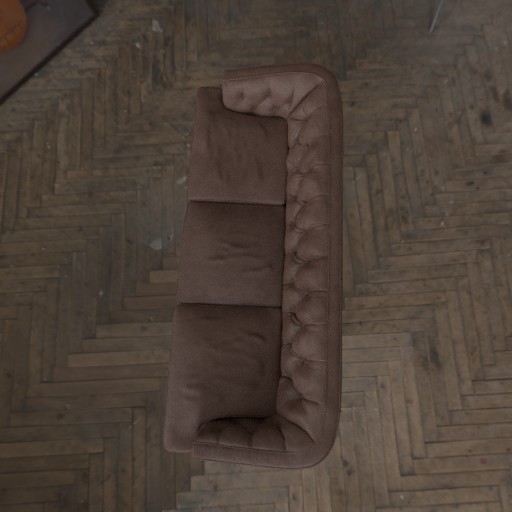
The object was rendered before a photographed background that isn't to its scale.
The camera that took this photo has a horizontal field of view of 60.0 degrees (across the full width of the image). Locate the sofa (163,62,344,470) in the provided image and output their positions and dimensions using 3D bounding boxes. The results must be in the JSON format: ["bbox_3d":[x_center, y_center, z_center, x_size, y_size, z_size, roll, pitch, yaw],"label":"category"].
[{"bbox_3d":[0.000,0.000,2.672,0.927,0.787,2.227,3,76,1],"label":"sofa"}]
